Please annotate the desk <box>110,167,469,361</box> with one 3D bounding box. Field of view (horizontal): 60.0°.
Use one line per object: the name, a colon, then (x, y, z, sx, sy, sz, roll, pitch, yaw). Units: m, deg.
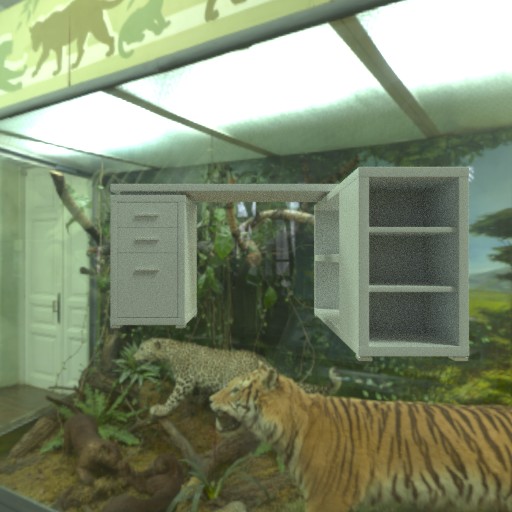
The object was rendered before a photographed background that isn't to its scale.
desk: (0.000, 0.000, 2.183, 1.524, 0.753, 1.200, 0, 0, 0)
